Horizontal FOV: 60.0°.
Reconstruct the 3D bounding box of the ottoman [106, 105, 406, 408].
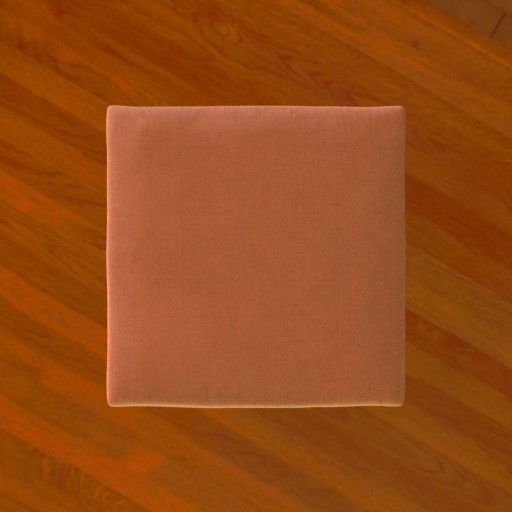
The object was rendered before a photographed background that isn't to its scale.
[{"bbox_3d":[0.000,0.000,1.834,1.171,0.517,1.203,0,90,0],"label":"ottoman"}]
